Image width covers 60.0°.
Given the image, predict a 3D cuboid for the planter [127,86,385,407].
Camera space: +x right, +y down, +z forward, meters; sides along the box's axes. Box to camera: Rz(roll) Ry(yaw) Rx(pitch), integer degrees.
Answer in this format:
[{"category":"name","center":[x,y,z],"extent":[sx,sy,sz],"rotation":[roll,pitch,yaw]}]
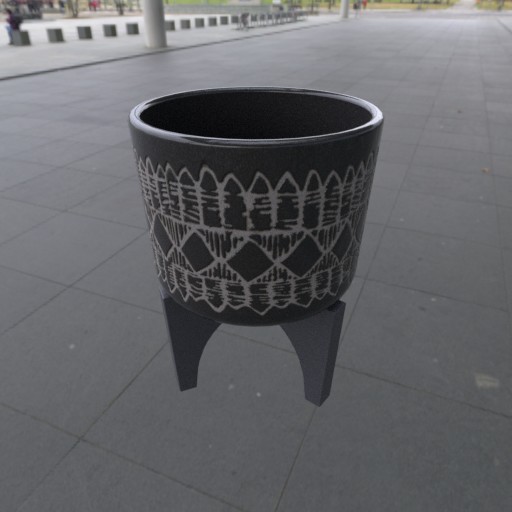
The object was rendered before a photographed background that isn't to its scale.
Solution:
[{"category":"planter","center":[0.000,0.000,0.273],"extent":[0.129,0.177,0.129],"rotation":[0,30,0]}]
